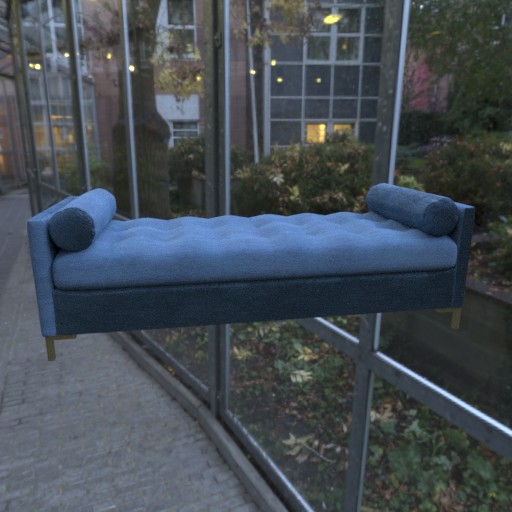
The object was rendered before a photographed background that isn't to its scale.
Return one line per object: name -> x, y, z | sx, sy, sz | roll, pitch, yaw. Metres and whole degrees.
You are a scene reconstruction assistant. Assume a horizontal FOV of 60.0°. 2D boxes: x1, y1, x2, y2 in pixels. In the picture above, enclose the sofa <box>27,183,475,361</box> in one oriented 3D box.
sofa -> 0.000, 0.000, 2.446 | 2.102, 0.705, 0.796 | -3, 15, -10
